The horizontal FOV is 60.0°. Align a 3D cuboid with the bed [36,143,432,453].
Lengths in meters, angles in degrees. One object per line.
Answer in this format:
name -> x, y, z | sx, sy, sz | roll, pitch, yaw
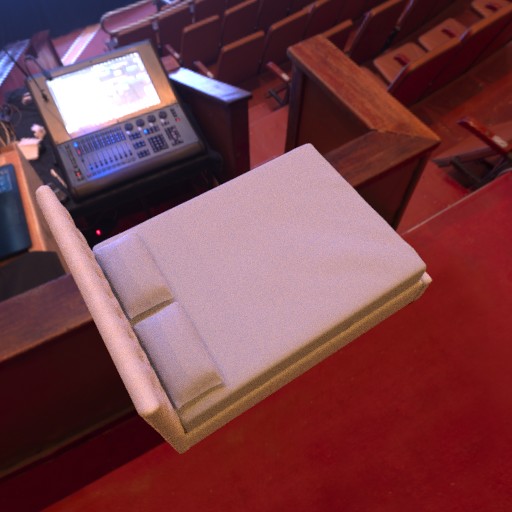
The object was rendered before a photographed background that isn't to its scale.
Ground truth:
bed -> 0.000, 0.000, 3.431 | 2.387, 1.427, 1.698 | -29, 63, -16
